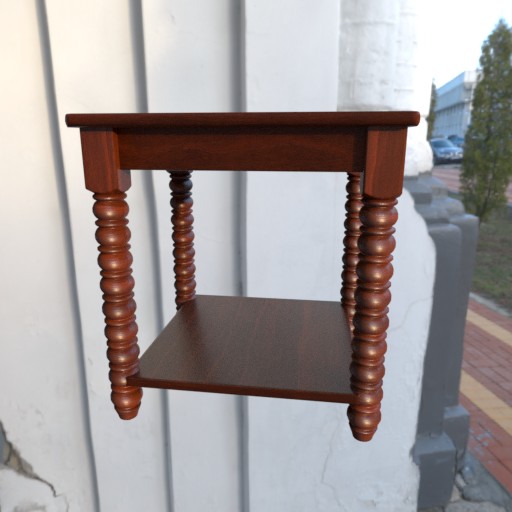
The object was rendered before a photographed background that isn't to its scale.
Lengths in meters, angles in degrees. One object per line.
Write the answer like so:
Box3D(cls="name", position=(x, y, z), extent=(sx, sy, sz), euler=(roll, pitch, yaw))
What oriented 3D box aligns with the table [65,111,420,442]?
Box3D(cls="table", position=(0.000, 0.000, 0.958), extent=(0.533, 0.567, 0.500), euler=(2, 15, 8))
